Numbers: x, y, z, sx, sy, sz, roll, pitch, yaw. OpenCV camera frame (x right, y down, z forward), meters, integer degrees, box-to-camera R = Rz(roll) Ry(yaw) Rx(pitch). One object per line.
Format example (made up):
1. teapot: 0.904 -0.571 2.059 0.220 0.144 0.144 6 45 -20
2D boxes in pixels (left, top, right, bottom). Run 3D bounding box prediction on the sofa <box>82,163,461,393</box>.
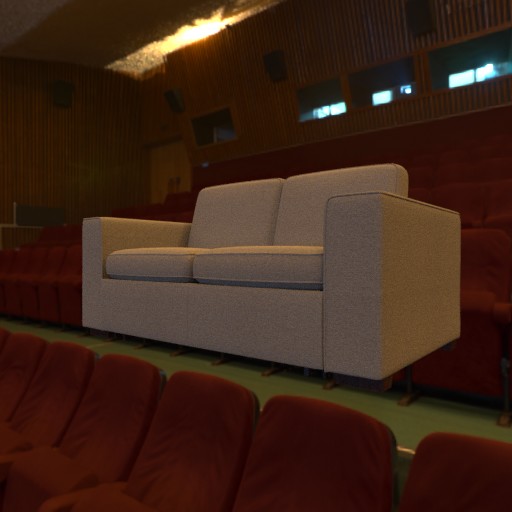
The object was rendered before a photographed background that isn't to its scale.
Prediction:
1. sofa: 0.000 0.000 2.381 1.812 0.924 1.007 0 0 38
